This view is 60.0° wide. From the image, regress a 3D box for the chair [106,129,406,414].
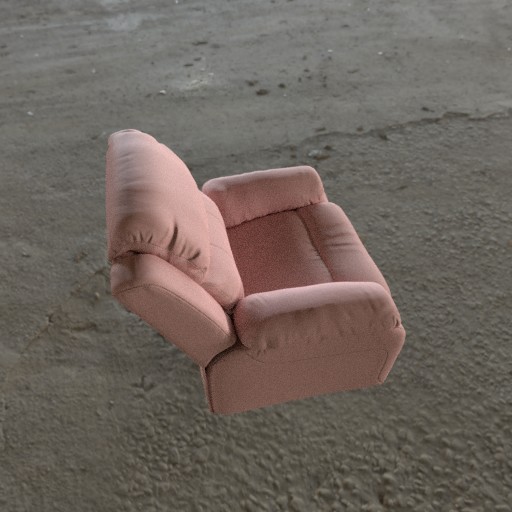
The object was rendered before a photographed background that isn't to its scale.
[{"bbox_3d":[0.000,0.000,1.267,0.709,0.702,0.680,-10,46,-10],"label":"chair"}]
